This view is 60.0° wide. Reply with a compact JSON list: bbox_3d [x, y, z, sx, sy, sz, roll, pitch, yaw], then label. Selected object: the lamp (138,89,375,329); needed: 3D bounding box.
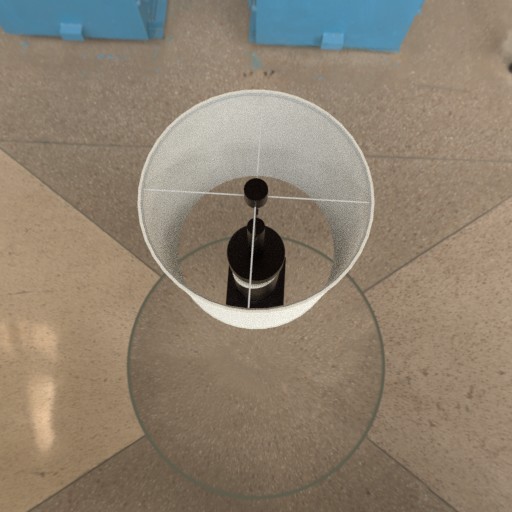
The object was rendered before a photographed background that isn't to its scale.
[{"bbox_3d":[0.000,0.000,0.629,0.211,0.509,0.211,4,77,1],"label":"lamp"}]
